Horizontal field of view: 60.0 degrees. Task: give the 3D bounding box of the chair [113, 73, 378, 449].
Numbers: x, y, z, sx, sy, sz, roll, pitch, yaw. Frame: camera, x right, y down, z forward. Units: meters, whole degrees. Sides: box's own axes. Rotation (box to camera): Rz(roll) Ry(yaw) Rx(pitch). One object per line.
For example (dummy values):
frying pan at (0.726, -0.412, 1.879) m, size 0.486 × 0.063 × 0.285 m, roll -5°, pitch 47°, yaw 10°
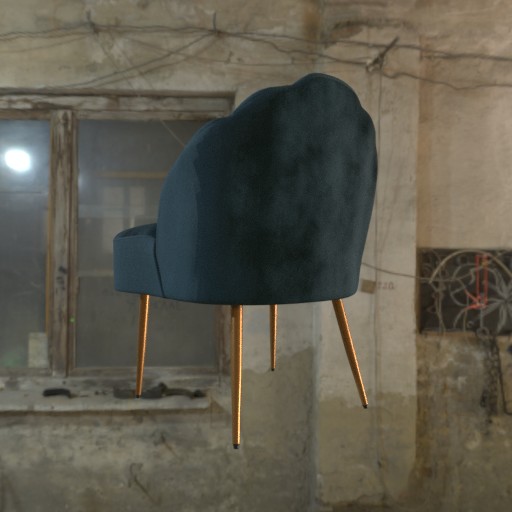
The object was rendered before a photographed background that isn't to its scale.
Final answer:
chair at (0.000, 0.000, 1.236) m, size 0.657 × 0.819 × 0.599 m, roll 0°, pitch 0°, yaw -36°
